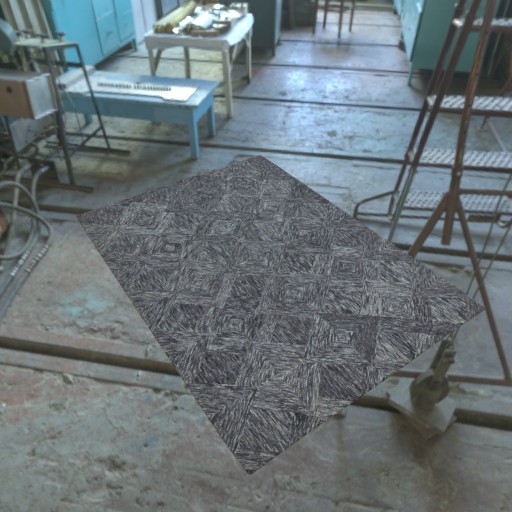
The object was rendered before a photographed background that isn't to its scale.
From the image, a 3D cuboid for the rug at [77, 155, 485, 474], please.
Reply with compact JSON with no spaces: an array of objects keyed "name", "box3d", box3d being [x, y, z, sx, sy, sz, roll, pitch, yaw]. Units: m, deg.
[{"name":"rug","box3d":[0.000,0.000,5.223,2.997,0.020,4.093,-24,46,-26]}]
